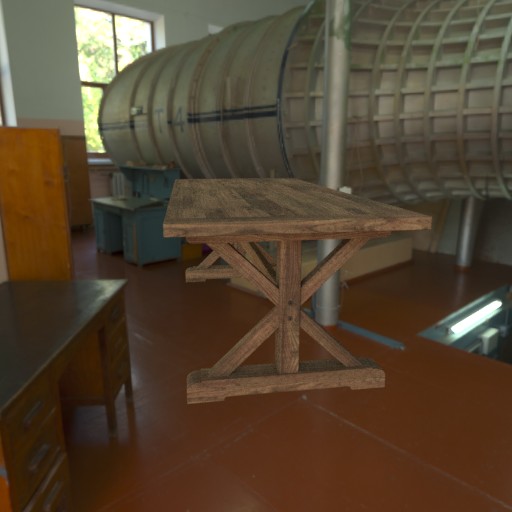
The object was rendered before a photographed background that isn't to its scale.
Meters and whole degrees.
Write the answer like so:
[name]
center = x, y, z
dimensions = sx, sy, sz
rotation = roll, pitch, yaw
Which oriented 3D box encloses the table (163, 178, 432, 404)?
[table]
center = 0.000, 0.000, 2.514
dimensions = 0.907, 0.733, 2.031
rotation = -2, 14, -9
